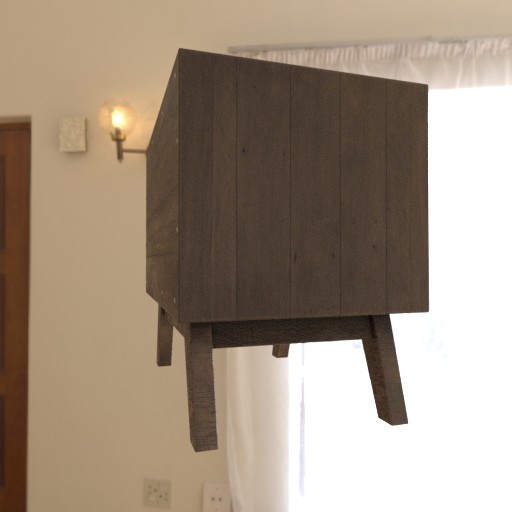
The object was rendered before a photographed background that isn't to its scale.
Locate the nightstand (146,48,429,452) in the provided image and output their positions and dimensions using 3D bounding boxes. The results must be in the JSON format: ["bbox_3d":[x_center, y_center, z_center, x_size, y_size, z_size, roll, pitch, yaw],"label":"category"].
[{"bbox_3d":[0.000,0.000,1.019,0.450,0.599,0.650,0,-1,-18],"label":"nightstand"}]
